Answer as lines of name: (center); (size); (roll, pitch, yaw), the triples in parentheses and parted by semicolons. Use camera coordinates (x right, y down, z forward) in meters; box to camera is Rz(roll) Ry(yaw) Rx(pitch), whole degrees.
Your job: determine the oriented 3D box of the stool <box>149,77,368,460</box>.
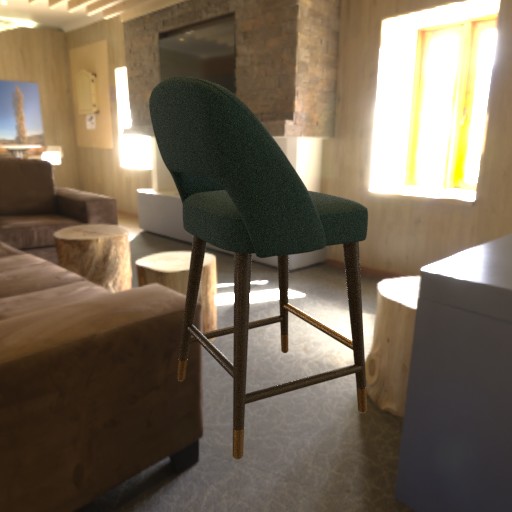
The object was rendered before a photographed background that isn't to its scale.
stool: (0.000, 0.000, 1.293); (0.522, 0.939, 0.536); (-8, 17, -28)
